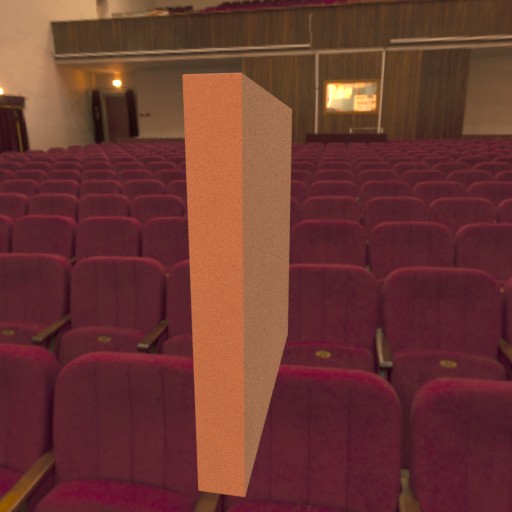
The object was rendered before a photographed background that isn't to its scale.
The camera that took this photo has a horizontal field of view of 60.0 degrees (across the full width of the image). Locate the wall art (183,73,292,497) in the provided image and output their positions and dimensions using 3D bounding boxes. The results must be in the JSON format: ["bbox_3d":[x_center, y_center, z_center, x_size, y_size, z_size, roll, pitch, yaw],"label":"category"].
[{"bbox_3d":[0.000,0.000,0.452,0.038,0.305,0.305,3,15,10],"label":"wall art"}]
